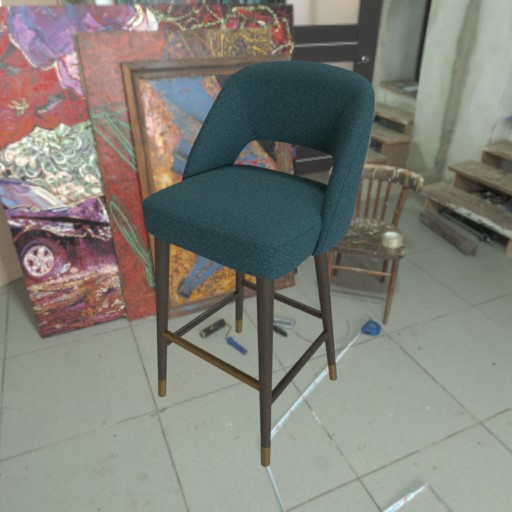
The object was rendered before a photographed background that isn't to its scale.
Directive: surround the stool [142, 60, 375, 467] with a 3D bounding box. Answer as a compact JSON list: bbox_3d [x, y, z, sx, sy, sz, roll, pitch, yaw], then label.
[{"bbox_3d":[0.000,0.000,1.329,0.536,1.032,0.522,21,36,31],"label":"stool"}]
